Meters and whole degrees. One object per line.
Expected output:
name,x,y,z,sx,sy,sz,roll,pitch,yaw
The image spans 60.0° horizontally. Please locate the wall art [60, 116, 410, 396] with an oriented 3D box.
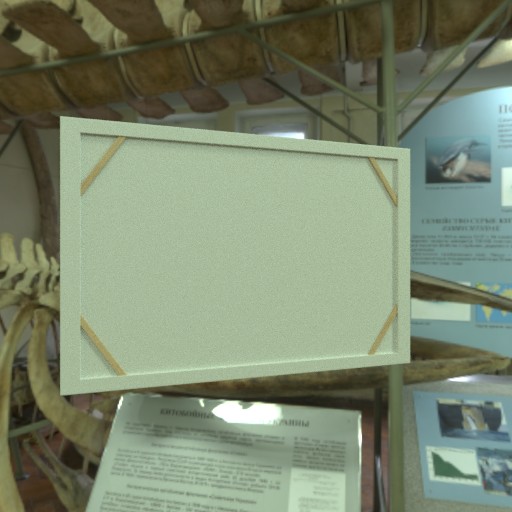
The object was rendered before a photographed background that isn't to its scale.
wall art,0.000,0.000,1.131,0.914,0.609,0.038,0,0,-19
